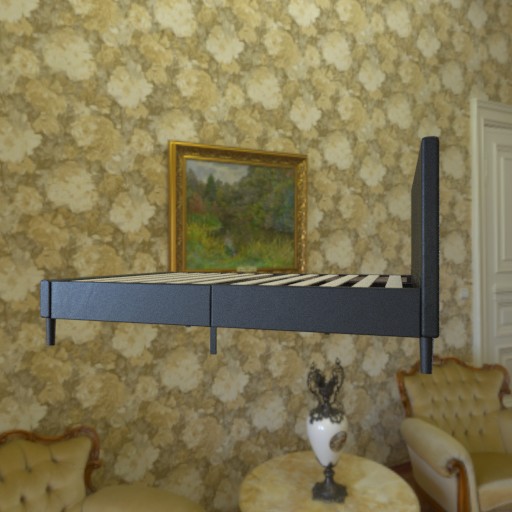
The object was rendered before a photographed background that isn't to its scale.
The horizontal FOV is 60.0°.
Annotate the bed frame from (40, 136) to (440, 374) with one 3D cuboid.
[{"bbox_3d":[0.000,0.000,3.197,2.318,1.127,1.634,0,0,18],"label":"bed frame"}]
